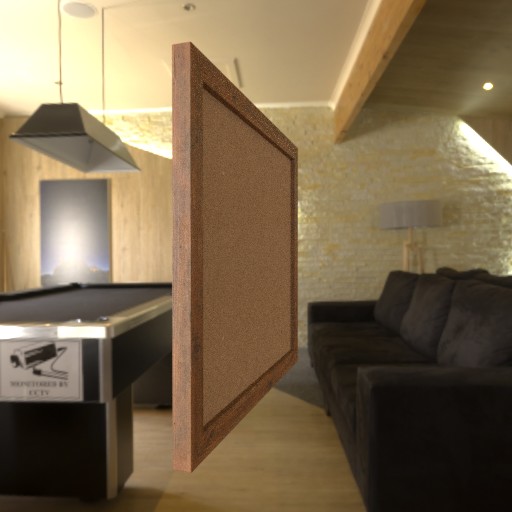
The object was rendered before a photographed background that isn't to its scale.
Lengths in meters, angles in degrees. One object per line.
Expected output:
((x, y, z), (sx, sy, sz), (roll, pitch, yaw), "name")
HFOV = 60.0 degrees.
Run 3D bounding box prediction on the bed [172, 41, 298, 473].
((0.000, 0.000, 1.469), (0.046, 0.942, 1.046), (0, 1, 18), "bed")
